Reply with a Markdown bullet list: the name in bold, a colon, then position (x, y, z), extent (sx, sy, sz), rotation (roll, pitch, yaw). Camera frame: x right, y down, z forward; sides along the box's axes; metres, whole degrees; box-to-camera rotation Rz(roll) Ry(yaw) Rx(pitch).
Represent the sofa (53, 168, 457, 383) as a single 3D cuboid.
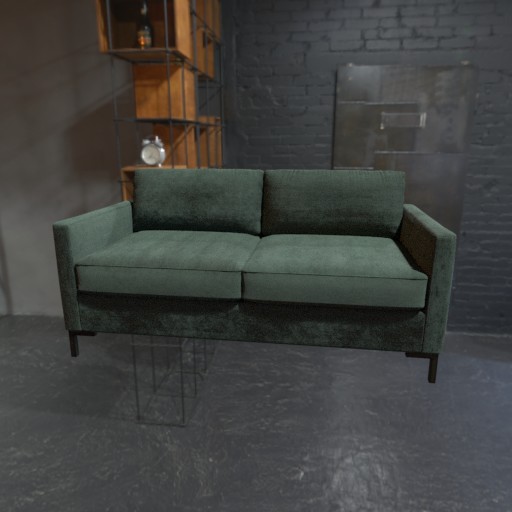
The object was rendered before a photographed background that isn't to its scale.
- **sofa**: position (0.000, 0.000, 2.216), extent (1.676, 0.817, 0.875), rotation (2, 15, 8)
